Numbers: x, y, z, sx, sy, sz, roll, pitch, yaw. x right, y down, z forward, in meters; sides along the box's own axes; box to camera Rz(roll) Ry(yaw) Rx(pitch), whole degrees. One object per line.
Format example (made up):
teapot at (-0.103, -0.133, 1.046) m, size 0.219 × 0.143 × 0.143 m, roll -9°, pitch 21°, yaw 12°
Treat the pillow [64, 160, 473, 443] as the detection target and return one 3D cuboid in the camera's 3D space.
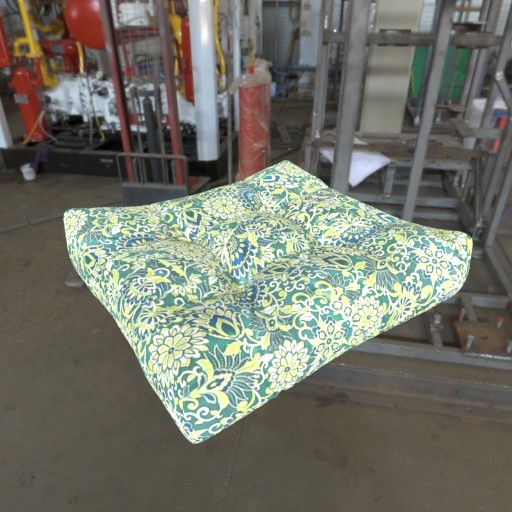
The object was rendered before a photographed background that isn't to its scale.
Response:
pillow at (0.000, 0.000, 0.712) m, size 0.490 × 0.128 × 0.468 m, roll -20°, pitch 36°, yaw -29°
